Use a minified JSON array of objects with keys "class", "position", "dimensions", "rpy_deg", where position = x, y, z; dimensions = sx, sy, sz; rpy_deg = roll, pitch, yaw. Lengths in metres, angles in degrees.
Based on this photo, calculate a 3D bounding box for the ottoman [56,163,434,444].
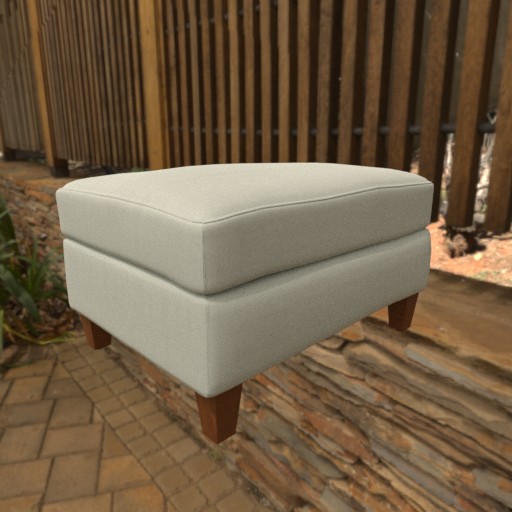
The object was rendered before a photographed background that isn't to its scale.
[{"class":"ottoman","position":[0.000,0.000,1.201],"dimensions":[0.818,0.496,0.634],"rpy_deg":[-15,22,-42]}]
